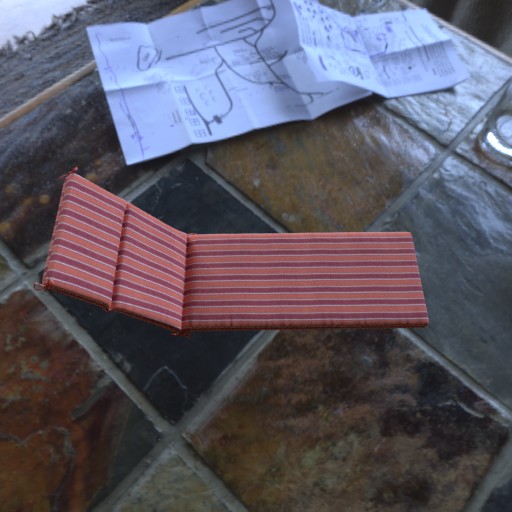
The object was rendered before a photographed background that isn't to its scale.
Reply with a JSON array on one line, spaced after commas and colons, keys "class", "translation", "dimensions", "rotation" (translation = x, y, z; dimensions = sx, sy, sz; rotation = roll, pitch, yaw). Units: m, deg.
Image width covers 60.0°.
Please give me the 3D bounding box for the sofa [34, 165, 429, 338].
[{"class": "sofa", "translation": [0.000, 0.000, 2.014], "dimensions": [1.663, 0.622, 0.582], "rotation": [-1, 63, 0]}]
